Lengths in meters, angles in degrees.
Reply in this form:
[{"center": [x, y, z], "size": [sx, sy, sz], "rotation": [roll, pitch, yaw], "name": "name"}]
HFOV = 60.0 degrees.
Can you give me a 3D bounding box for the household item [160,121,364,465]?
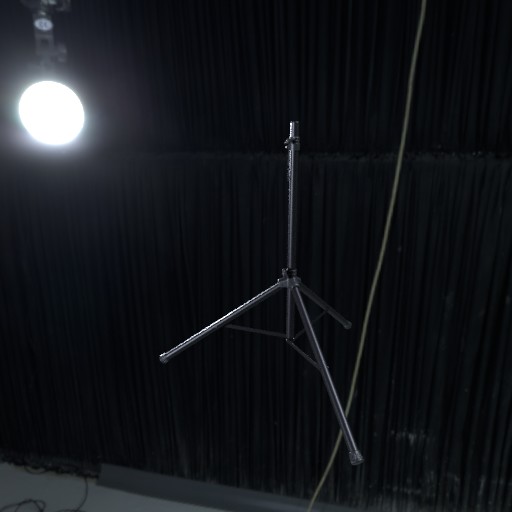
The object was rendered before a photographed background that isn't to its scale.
[{"center": [0.000, 0.000, 2.753], "size": [1.339, 1.595, 1.596], "rotation": [3, 16, 10], "name": "household item"}]
